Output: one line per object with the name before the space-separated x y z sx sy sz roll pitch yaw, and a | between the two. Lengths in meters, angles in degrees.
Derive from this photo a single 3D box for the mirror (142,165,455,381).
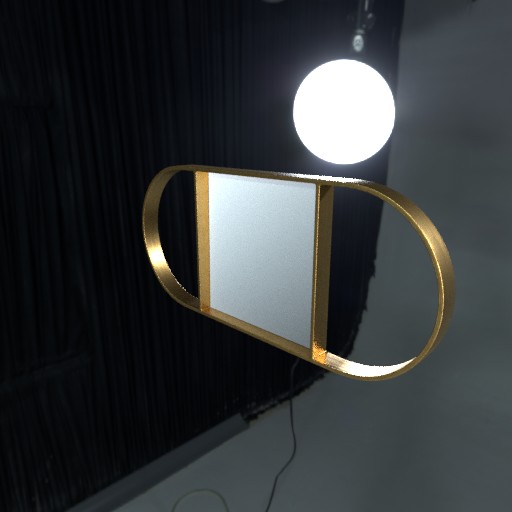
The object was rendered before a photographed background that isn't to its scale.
mirror | 0.000 0.000 0.676 0.584 0.254 0.032 15 22 42
